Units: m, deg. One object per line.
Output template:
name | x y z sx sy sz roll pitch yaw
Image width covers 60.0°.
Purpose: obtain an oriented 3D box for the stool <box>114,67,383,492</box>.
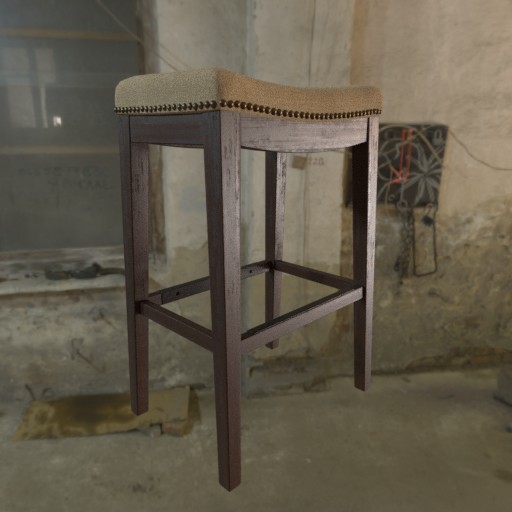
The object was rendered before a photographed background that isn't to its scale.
stool | 0.000 0.000 1.036 0.363 0.768 0.509 15 22 43
